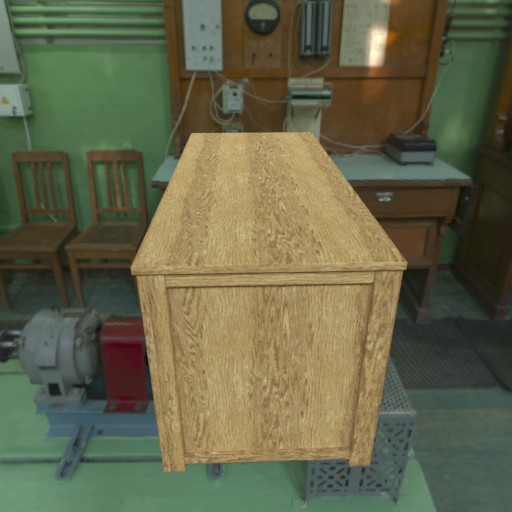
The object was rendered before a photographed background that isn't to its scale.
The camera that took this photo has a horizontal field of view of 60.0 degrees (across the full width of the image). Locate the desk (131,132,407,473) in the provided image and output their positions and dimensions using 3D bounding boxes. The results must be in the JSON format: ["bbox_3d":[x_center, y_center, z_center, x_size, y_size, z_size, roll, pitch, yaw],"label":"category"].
[{"bbox_3d":[0.000,0.000,1.943,0.685,0.751,1.567,-1,27,-2],"label":"desk"}]
